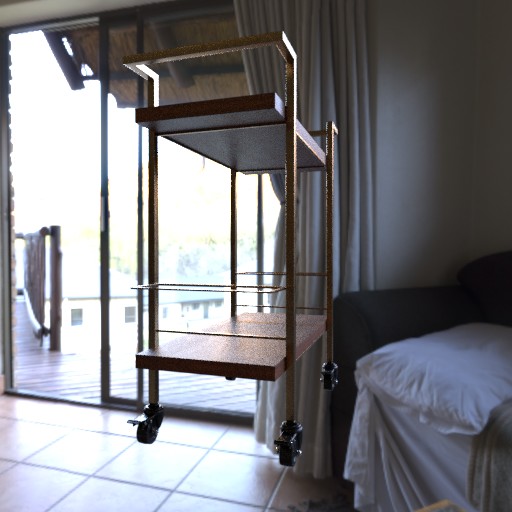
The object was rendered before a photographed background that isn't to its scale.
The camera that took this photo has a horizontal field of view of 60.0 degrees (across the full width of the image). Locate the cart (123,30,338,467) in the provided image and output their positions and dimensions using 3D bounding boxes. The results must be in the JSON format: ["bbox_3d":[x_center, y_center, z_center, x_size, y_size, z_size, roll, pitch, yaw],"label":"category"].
[{"bbox_3d":[0.000,0.000,1.164,0.364,0.807,0.695,0,1,18],"label":"cart"}]
